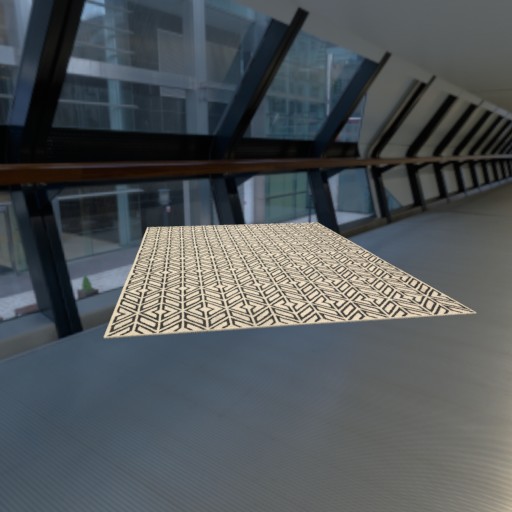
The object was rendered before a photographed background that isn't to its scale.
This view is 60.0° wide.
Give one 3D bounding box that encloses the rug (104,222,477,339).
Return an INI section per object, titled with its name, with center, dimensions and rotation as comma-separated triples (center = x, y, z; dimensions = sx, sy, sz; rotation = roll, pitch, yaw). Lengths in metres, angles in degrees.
[rug]
center = 0.000, 0.000, 2.284
dimensions = 1.220, 0.007, 1.828
rotation = -2, 14, -9
